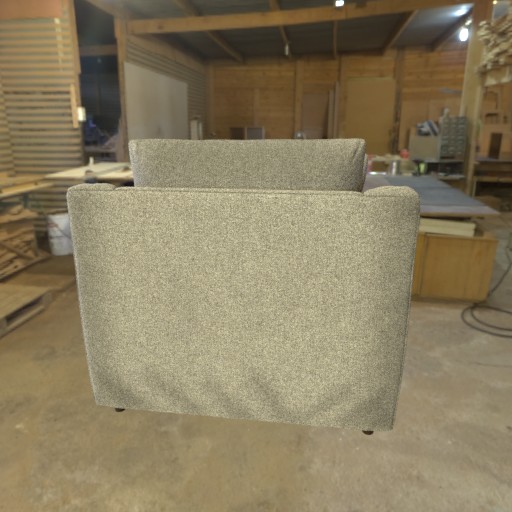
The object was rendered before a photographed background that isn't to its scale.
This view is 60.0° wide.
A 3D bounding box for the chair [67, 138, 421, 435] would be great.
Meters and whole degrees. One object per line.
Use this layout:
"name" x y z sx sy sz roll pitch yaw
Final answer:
"chair" 0.000 0.000 2.019 1.194 1.059 1.071 2 17 8
